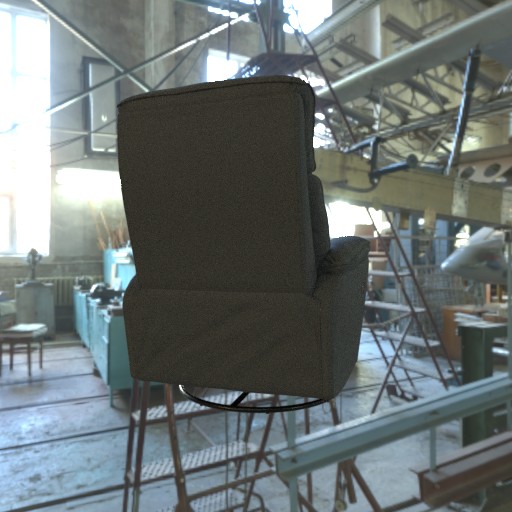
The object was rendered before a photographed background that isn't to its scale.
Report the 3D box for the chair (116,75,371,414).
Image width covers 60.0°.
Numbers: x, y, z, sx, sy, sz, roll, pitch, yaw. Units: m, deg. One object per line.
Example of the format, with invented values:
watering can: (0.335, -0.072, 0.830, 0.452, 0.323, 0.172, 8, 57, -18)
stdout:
chair: (0.000, 0.000, 1.725, 0.820, 1.037, 1.004, 0, 1, 18)
